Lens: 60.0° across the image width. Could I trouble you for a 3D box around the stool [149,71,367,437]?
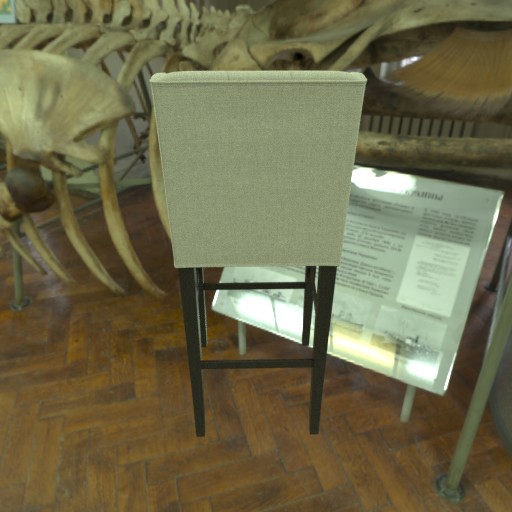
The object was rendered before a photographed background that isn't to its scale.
[{"bbox_3d":[0.000,0.000,1.361,0.474,1.116,0.509,-1,30,-1],"label":"stool"}]
